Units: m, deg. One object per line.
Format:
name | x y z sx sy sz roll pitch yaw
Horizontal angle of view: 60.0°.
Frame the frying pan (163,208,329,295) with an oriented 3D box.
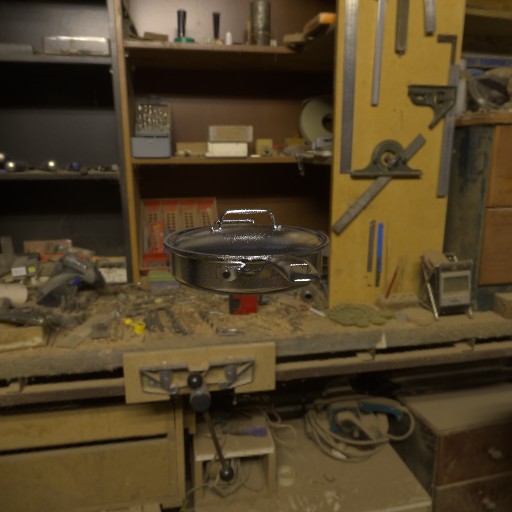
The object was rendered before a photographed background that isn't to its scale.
frying pan | 0.000 0.000 0.660 0.280 0.114 0.561 -2 14 -9
